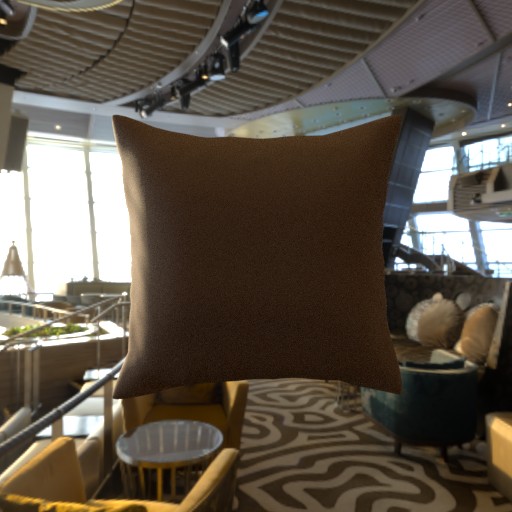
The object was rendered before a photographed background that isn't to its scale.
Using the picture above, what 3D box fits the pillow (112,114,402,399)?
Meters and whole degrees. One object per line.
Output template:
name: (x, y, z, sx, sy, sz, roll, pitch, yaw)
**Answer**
pillow: (0.000, 0.000, 0.689, 0.453, 0.443, 0.168, 0, -1, 0)
